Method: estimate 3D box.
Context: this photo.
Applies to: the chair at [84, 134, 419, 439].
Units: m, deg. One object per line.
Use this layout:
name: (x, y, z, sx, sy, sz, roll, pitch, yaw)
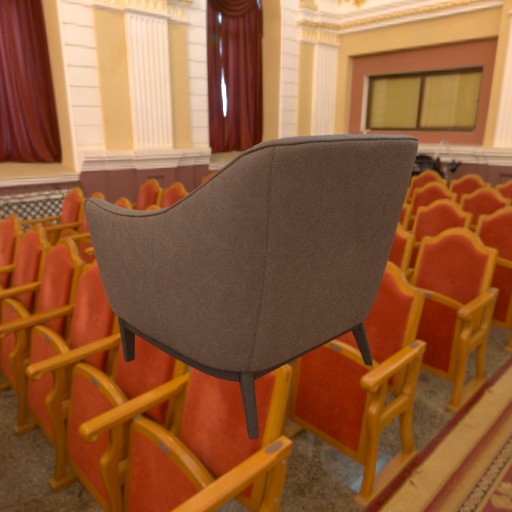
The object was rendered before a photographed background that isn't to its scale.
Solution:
chair: (0.000, 0.000, 1.554, 0.871, 0.830, 0.852, -15, 21, -41)
